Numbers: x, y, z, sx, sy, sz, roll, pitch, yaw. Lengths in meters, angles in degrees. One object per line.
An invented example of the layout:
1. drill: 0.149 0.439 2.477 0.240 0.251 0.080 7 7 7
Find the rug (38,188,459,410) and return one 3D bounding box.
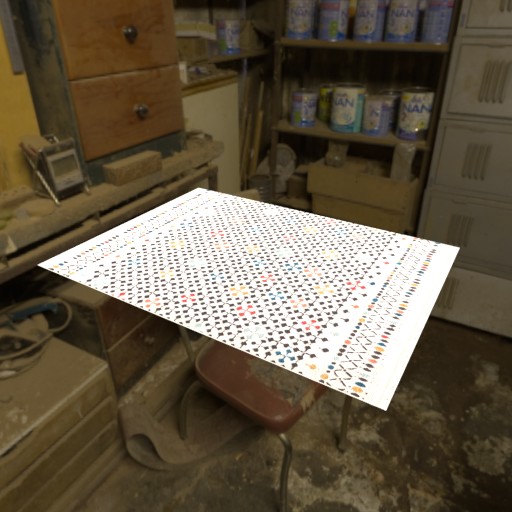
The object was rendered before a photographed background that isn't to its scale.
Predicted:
1. rug: 0.000 0.000 4.158 3.196 0.007 2.354 16 33 27
